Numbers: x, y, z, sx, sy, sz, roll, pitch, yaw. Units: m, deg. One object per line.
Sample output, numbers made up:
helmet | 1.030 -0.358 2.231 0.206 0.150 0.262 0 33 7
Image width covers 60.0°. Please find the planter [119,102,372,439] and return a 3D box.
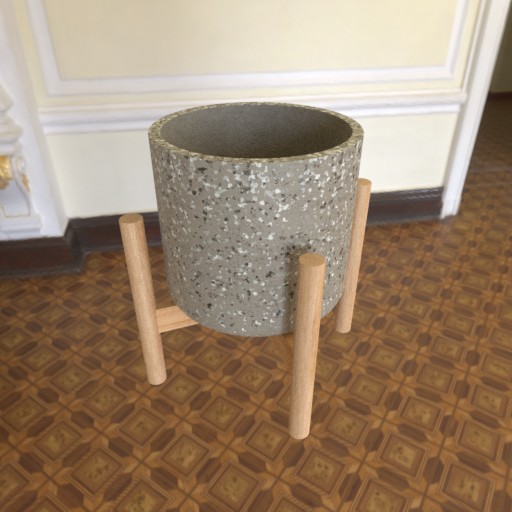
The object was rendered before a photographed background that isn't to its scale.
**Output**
planter | 0.000 0.000 0.549 0.284 0.320 0.284 1 32 1
